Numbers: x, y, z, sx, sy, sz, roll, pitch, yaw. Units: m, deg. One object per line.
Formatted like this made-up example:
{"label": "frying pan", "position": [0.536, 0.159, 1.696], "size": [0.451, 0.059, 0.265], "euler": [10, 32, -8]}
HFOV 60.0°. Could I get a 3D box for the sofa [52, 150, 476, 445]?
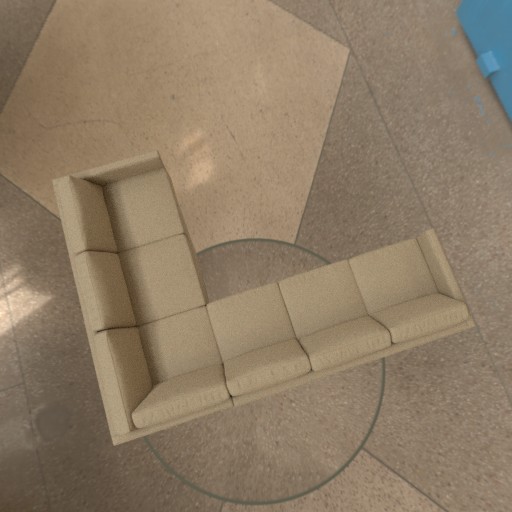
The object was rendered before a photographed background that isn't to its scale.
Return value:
{"label": "sofa", "position": [0.000, 0.000, 4.163], "size": [3.182, 0.871, 2.432], "euler": [-17, 77, -4]}
